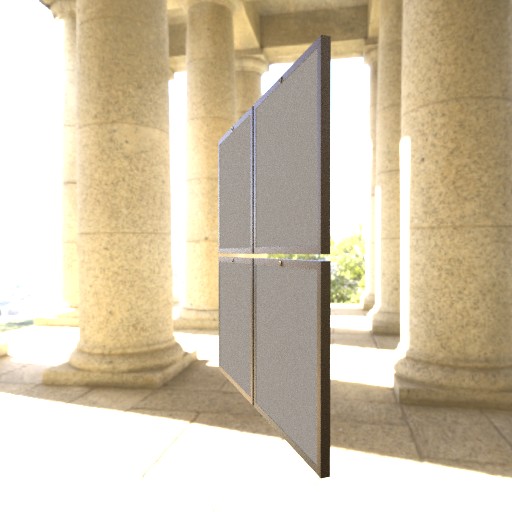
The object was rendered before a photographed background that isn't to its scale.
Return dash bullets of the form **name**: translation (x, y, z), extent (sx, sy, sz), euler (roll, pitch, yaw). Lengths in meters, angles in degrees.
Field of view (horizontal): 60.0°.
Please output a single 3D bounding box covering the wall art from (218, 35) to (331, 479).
- **wall art**: translation (0.000, 0.000, 1.522), extent (0.030, 1.032, 1.032), euler (0, 1, -18)
